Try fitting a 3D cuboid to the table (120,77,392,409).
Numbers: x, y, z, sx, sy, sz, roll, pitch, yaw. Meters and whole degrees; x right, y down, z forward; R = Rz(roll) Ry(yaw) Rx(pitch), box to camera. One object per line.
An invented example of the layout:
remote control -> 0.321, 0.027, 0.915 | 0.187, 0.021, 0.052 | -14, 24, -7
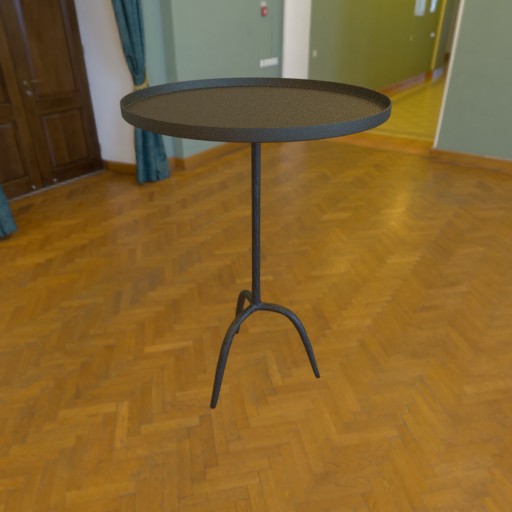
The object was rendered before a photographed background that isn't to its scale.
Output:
table -> 0.000, 0.000, 1.017 | 0.502, 0.700, 0.502 | 18, 34, 28
